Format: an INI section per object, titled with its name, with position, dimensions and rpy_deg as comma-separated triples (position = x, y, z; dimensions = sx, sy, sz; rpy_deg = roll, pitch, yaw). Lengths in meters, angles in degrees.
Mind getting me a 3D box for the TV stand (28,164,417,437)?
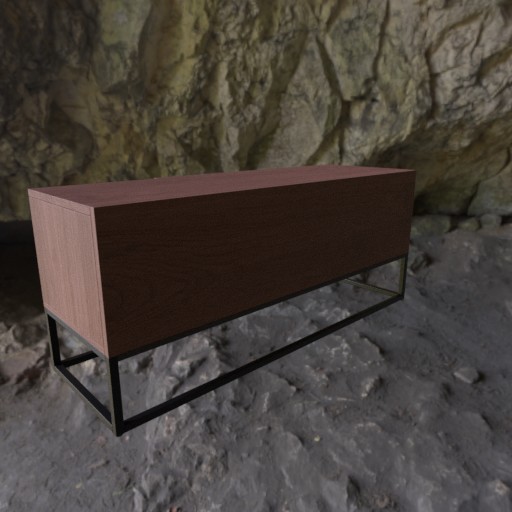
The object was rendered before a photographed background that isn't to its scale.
[TV stand]
position = 0.000, 0.000, 1.421
dimensions = 1.200, 0.500, 0.415
rpy_deg = -14, 21, -41
